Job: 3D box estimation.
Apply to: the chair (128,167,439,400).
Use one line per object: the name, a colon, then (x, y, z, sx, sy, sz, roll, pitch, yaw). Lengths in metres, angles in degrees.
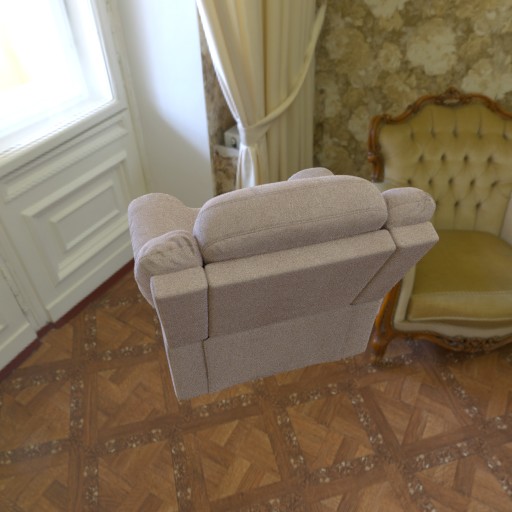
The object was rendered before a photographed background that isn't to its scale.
chair: (0.000, 0.000, 1.721, 0.899, 1.008, 0.944, -11, 42, -13)
